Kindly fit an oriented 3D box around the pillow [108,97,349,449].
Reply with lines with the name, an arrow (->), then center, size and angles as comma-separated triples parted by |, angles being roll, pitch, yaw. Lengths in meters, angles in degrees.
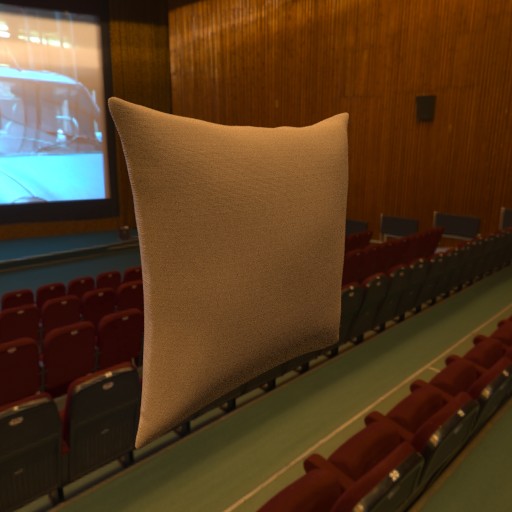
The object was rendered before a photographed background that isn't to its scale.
pillow -> 0.000, 0.000, 0.772 | 0.512, 0.497, 0.204 | -14, 20, -43
